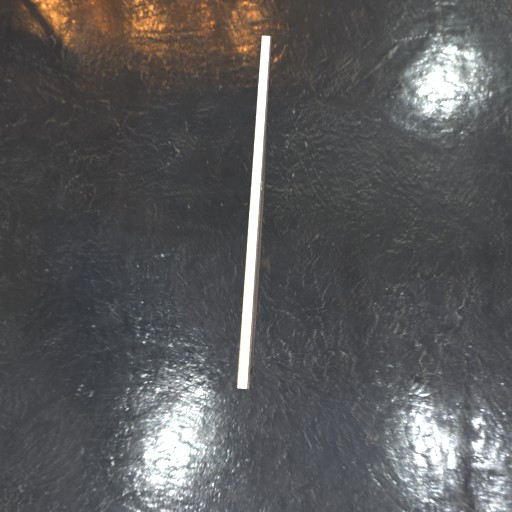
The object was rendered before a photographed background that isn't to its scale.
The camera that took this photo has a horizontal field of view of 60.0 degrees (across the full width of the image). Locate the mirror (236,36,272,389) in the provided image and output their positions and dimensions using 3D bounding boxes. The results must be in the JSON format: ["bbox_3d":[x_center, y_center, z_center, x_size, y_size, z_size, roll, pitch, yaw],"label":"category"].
[{"bbox_3d":[0.000,0.000,1.323,0.025,0.996,0.705,4,77,1],"label":"mirror"}]
